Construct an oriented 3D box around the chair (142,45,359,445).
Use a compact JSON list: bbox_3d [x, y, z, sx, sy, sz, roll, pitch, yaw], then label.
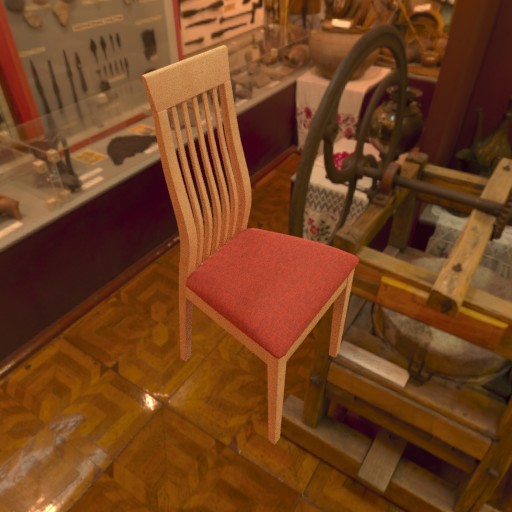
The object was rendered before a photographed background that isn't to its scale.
[{"bbox_3d":[0.000,0.000,1.294,0.474,1.027,0.460,24,46,26],"label":"chair"}]
